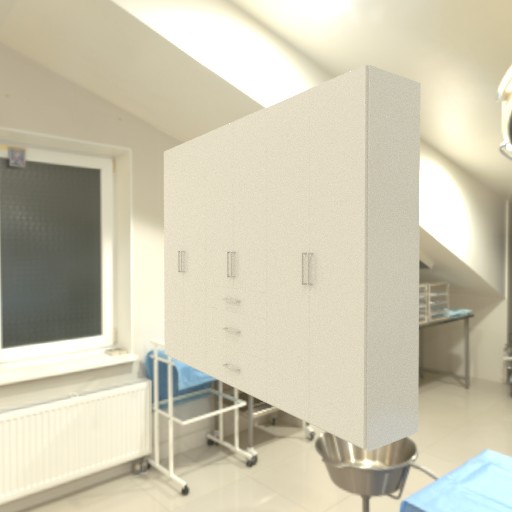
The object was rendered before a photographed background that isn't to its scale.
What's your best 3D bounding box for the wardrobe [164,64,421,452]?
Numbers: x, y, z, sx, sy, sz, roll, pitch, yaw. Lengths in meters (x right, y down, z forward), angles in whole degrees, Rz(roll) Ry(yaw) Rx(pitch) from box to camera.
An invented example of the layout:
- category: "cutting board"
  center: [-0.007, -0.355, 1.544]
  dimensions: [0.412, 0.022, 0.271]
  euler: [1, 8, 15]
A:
- category: "wardrobe"
  center: [0.000, 0.000, 4.049]
  dimensions: [0.580, 2.360, 3.000]
  euler: [-1, 1, -35]
